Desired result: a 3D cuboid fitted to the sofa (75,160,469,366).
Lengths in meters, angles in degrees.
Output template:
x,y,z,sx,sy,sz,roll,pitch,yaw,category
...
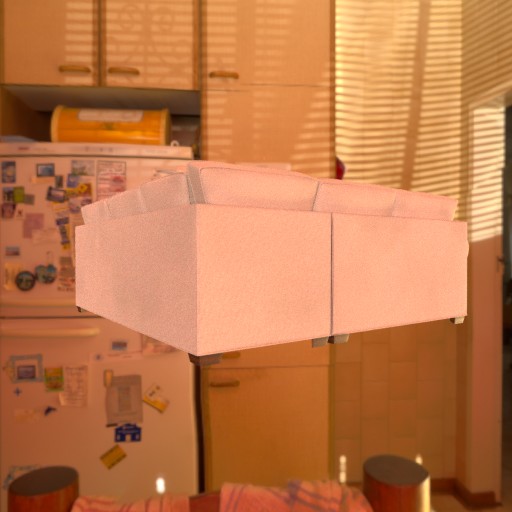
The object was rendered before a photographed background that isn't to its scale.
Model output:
x,y,z,sx,sy,sz,roll,pitch,yaw,category
0.000,0.000,3.897,2.487,1.053,2.562,0,1,-35,sofa
